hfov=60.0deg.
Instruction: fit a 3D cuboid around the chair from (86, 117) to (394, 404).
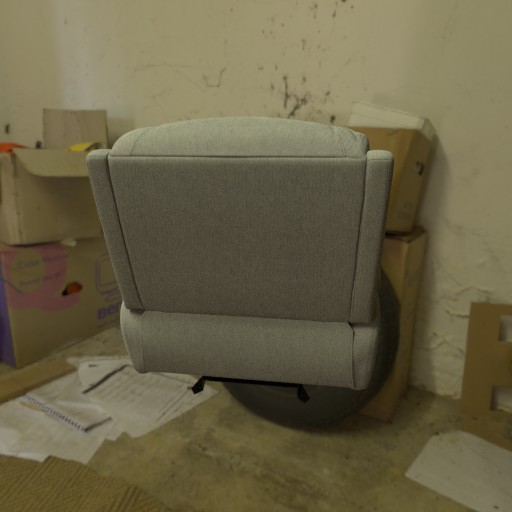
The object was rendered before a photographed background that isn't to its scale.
[{"bbox_3d":[0.000,0.000,1.731,0.930,1.011,0.899,2,15,8],"label":"chair"}]
